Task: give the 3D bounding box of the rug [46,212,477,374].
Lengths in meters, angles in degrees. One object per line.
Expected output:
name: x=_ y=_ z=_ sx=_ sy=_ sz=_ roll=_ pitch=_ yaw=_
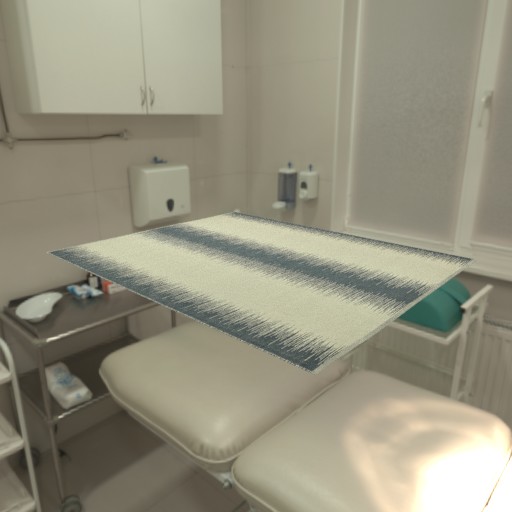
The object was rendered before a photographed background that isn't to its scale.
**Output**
rug: x=0.000 y=0.000 z=3.990 sx=3.037 sy=0.004 sz=2.453 roll=15 pitch=23 yaw=40
